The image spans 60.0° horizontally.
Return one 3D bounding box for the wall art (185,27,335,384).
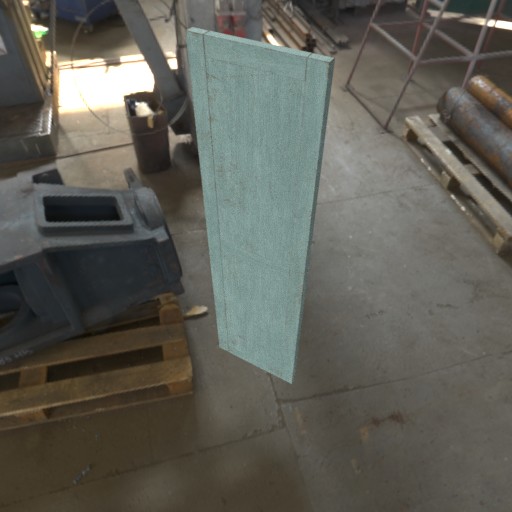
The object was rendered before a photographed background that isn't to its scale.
[{"bbox_3d":[0.000,0.000,1.321,0.329,1.219,0.025,22,50,20],"label":"wall art"}]
